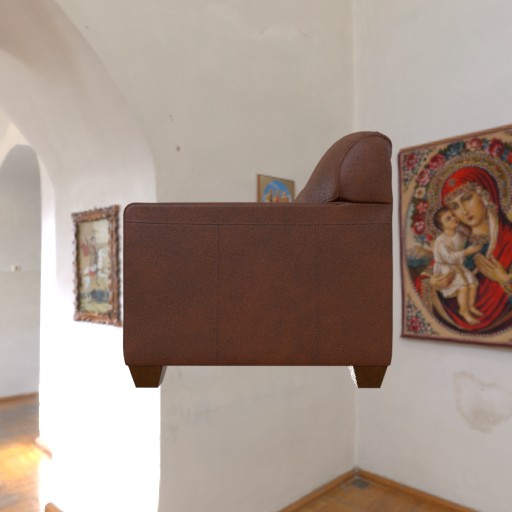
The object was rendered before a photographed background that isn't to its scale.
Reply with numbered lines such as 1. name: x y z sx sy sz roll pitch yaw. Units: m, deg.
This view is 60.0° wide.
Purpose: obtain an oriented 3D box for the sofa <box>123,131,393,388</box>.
1. sofa: 0.000 0.000 2.456 1.000 0.966 1.856 0 -1 0
